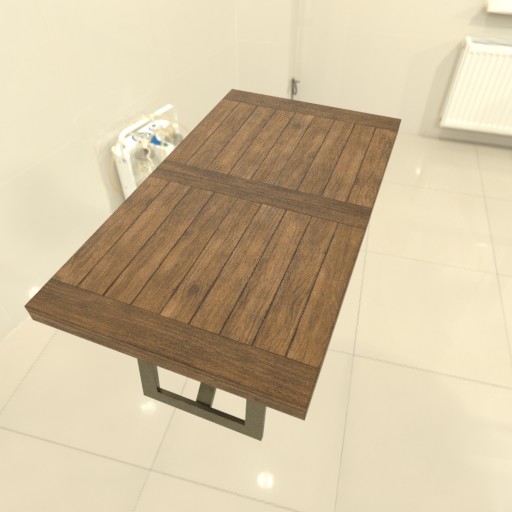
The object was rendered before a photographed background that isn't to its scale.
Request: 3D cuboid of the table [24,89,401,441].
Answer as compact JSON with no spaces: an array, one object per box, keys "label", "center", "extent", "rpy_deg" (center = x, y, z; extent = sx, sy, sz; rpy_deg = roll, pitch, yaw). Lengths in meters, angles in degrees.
[{"label":"table","center":[0.000,0.000,2.088],"extent":[0.931,0.757,1.641],"rpy_deg":[16,48,15]}]
